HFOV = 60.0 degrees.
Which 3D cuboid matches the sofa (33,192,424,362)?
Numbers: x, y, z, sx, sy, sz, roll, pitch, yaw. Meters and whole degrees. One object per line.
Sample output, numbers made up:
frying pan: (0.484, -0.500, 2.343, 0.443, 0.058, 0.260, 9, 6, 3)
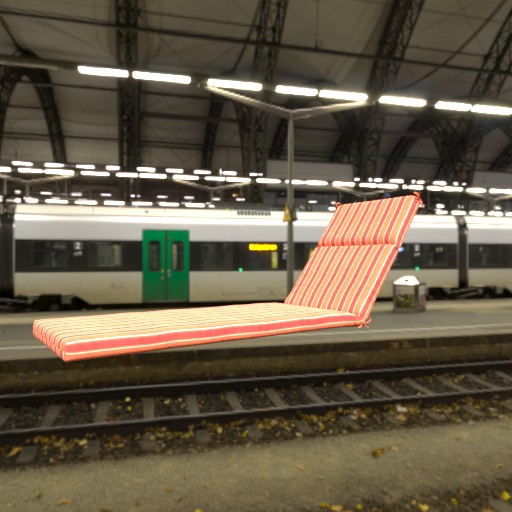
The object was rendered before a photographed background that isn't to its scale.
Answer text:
sofa: (0.000, 0.000, 1.908, 1.663, 0.622, 0.582, 0, 0, -35)
